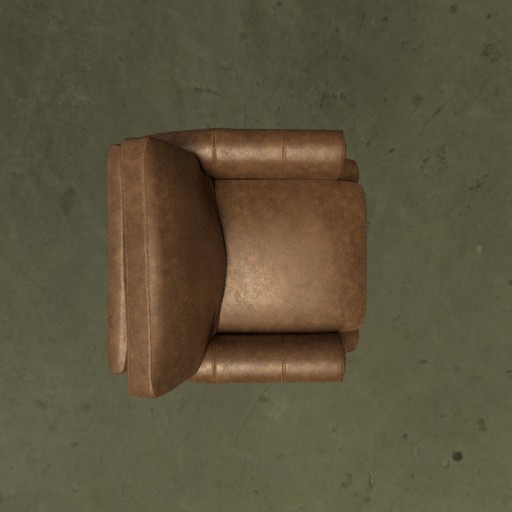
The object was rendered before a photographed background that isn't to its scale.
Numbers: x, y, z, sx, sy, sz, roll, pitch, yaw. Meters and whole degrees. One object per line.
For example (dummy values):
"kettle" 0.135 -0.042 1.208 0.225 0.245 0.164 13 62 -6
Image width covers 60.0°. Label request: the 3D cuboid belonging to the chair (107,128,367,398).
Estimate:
"chair" 0.000 0.000 1.814 1.002 0.976 0.996 0 91 1
